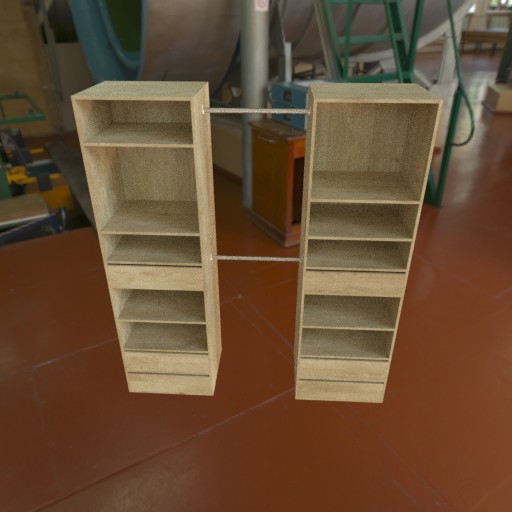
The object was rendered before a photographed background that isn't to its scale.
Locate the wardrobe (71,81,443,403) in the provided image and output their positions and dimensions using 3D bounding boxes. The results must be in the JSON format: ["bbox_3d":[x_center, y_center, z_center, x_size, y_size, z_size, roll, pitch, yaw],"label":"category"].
[{"bbox_3d":[0.000,0.000,2.807,1.770,2.000,0.480,2,30,3],"label":"wardrobe"}]
